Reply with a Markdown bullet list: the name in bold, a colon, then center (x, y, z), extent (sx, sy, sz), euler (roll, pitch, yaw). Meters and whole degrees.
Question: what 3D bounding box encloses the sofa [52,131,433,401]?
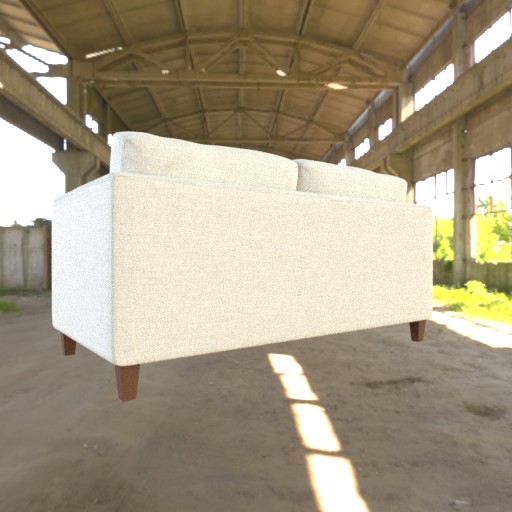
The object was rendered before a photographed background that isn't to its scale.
- **sofa**: center (0.000, 0.000, 2.344), extent (1.838, 0.963, 0.950), euler (0, 1, -36)
